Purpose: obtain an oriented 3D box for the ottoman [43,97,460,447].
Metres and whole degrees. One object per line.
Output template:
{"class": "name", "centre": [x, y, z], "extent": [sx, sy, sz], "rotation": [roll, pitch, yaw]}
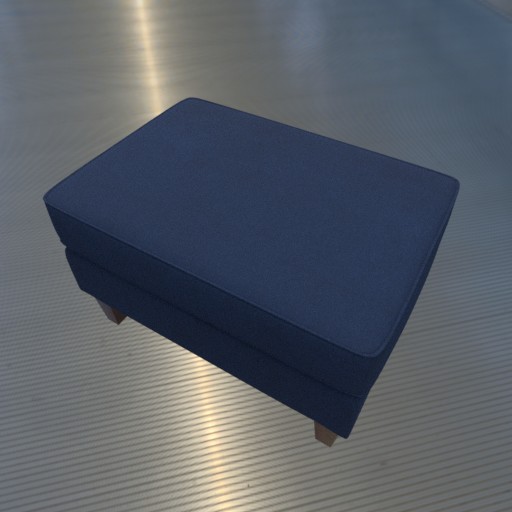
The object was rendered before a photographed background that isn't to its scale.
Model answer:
{"class": "ottoman", "centre": [0.000, 0.000, 1.379], "extent": [0.965, 0.584, 0.686], "rotation": [24, 51, 21]}
